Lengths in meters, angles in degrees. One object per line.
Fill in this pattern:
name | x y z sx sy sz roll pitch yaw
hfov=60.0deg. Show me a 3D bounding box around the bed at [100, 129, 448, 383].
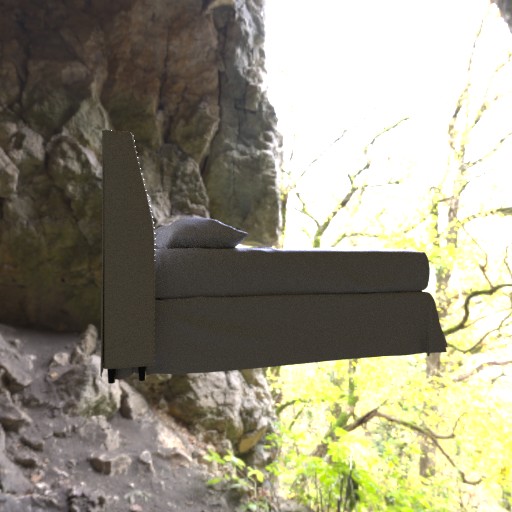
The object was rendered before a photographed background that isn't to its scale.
bed | 0.000 0.000 3.497 2.276 1.332 1.925 0 0 -18
